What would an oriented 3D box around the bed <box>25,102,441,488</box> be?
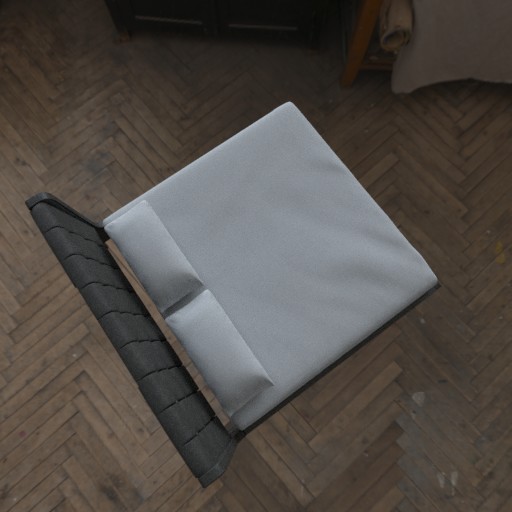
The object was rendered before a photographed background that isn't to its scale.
[{"bbox_3d":[0.000,0.000,3.113,2.031,1.158,1.903,-35,79,-8],"label":"bed"}]
